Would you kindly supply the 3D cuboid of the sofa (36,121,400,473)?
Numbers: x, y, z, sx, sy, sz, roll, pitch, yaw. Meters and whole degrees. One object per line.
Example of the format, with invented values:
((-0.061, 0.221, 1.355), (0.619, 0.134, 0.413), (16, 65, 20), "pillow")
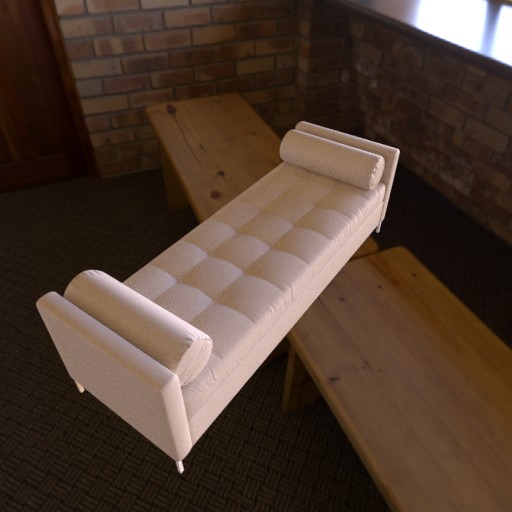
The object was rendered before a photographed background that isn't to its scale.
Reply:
((0.000, 0.000, 2.349), (0.686, 0.635, 1.981), (25, 47, 26), "sofa")
